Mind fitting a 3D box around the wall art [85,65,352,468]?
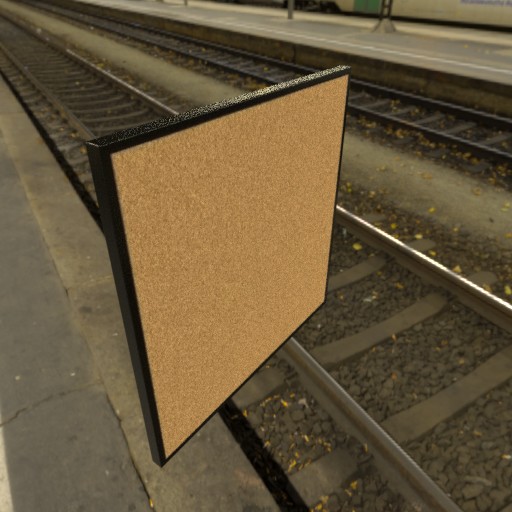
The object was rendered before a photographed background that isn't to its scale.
[{"bbox_3d":[0.000,0.000,0.495,0.014,0.349,0.349,22,39,31],"label":"wall art"}]
